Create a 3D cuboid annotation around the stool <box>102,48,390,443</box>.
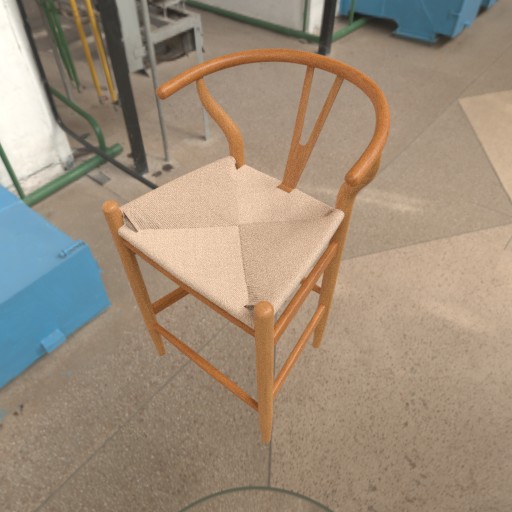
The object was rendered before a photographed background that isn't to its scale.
[{"bbox_3d":[0.000,0.000,1.295,0.569,0.970,0.579,31,54,26],"label":"stool"}]
